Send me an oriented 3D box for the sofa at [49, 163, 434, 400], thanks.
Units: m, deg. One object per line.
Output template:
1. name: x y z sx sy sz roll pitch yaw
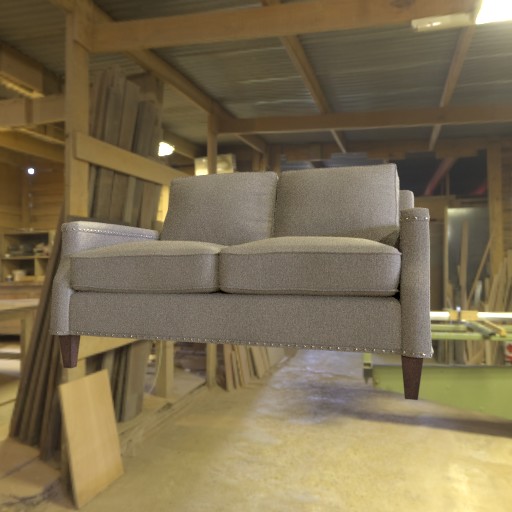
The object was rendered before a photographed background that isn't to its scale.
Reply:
1. sofa: 0.000 0.000 2.210 1.597 1.003 1.084 0 -1 19
